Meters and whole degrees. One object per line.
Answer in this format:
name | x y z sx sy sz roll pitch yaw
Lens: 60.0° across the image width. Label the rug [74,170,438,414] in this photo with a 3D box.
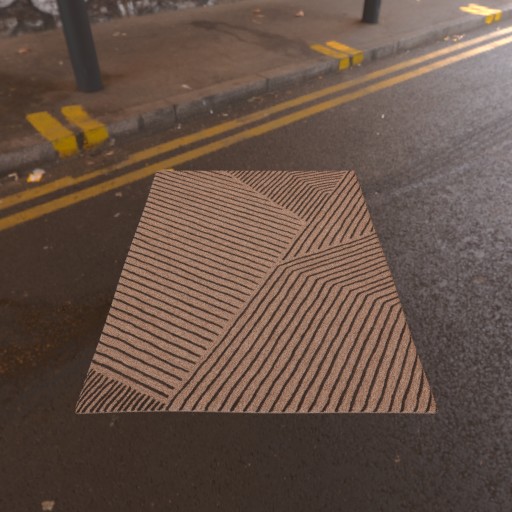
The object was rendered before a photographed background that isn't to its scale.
rug | 0.000 0.000 3.153 1.829 0.028 2.449 0 40 0
